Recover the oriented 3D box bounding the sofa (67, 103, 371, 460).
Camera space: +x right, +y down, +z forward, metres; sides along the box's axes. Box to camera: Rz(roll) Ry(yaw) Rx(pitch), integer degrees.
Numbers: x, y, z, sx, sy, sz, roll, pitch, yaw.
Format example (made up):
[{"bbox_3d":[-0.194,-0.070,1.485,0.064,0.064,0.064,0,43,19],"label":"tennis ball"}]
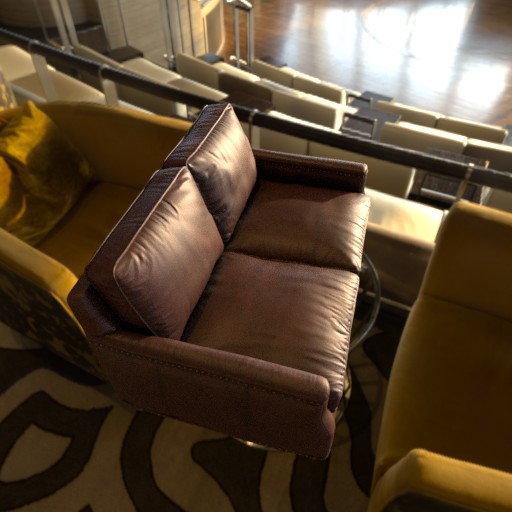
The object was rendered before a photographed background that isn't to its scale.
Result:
[{"bbox_3d":[0.000,0.000,2.302,1.083,1.003,1.628,11,46,11],"label":"sofa"}]
